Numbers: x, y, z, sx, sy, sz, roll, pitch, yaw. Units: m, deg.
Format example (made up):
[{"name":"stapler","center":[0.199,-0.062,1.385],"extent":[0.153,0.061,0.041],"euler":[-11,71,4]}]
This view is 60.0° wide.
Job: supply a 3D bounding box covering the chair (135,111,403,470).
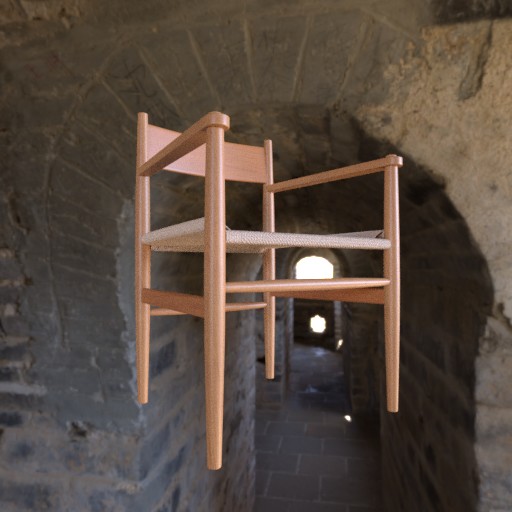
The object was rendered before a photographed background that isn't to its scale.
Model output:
[{"name":"chair","center":[0.000,0.000,1.122],"extent":[0.556,0.762,0.495],"euler":[1,-2,-37]}]
